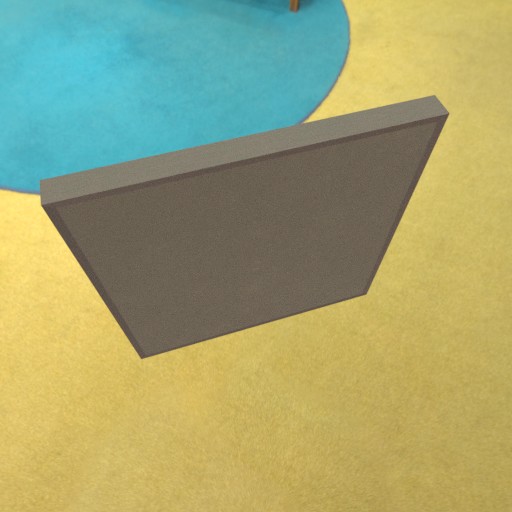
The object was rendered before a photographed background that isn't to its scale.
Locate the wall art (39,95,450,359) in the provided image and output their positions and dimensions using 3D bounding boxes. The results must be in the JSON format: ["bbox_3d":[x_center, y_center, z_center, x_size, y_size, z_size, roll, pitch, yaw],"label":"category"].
[{"bbox_3d":[0.000,0.000,0.753,0.508,0.506,0.038,-15,59,-9],"label":"wall art"}]
